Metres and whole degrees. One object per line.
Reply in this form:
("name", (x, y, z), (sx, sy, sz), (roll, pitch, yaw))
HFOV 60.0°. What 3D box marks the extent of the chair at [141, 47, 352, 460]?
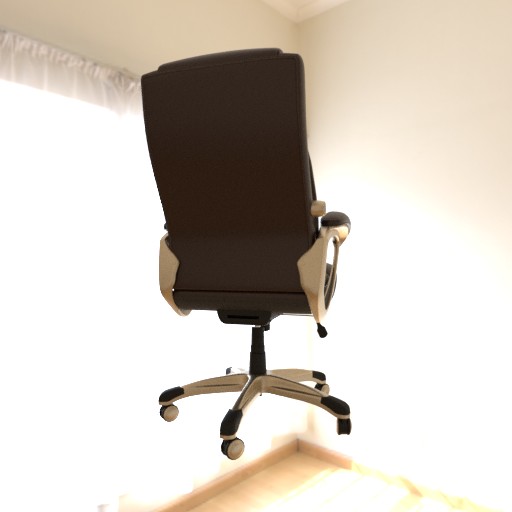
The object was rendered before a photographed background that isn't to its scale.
("chair", (0.000, 0.000, 1.615), (0.692, 1.194, 0.749), (0, -1, 17))
